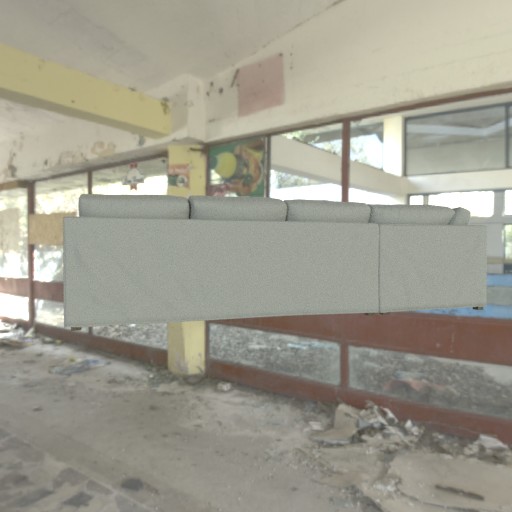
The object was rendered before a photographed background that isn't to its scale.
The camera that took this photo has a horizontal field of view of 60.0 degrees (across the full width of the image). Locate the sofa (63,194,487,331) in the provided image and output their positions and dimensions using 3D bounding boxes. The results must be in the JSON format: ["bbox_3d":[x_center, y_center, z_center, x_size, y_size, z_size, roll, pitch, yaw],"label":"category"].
[{"bbox_3d":[0.000,0.000,4.243,3.182,0.871,2.432,0,1,-18],"label":"sofa"}]
